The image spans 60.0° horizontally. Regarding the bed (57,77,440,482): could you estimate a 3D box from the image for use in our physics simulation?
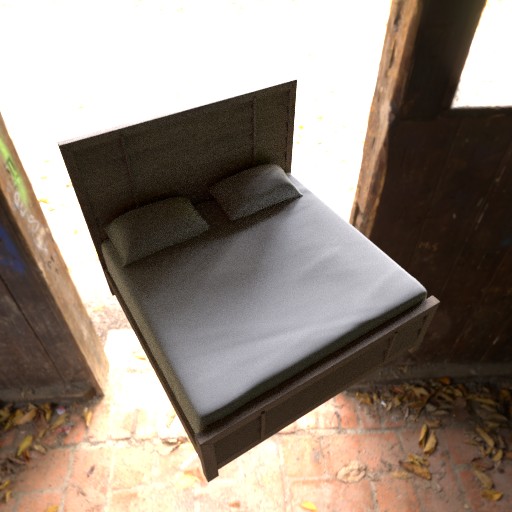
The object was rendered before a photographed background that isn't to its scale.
[{"bbox_3d":[0.000,0.000,3.453,2.032,1.626,2.032,-24,50,-22],"label":"bed"}]
